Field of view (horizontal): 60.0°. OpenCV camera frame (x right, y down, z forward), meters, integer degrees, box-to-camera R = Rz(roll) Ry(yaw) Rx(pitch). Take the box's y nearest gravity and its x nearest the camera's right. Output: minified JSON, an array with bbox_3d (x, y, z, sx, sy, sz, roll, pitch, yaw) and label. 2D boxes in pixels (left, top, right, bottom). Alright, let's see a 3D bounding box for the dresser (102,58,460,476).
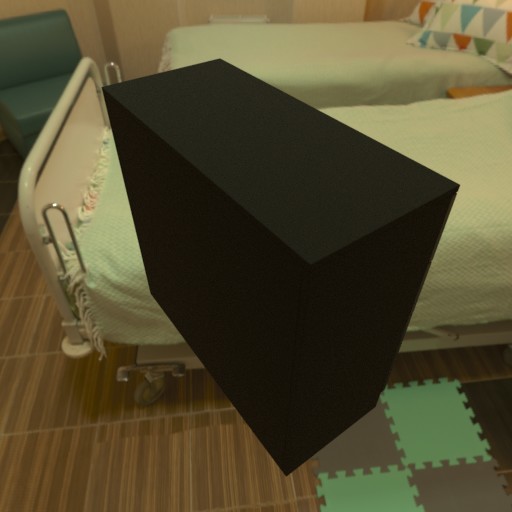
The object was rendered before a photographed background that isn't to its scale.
[{"bbox_3d":[0.000,0.000,1.144,0.360,0.720,0.750,-26,49,-26],"label":"dresser"}]
